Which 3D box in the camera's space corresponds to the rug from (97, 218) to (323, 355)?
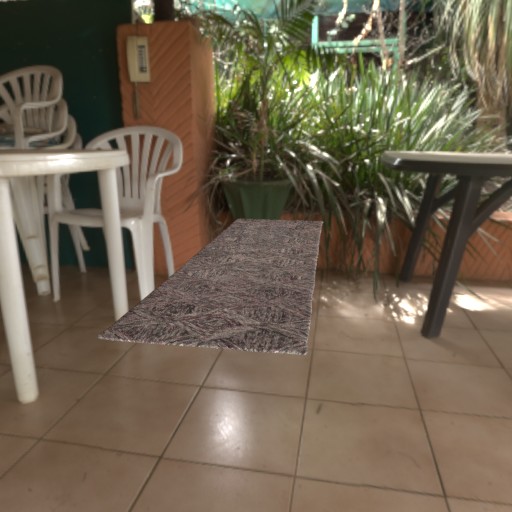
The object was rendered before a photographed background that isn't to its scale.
[{"bbox_3d":[0.000,0.000,2.540,0.719,0.013,2.305,2,15,9],"label":"rug"}]
